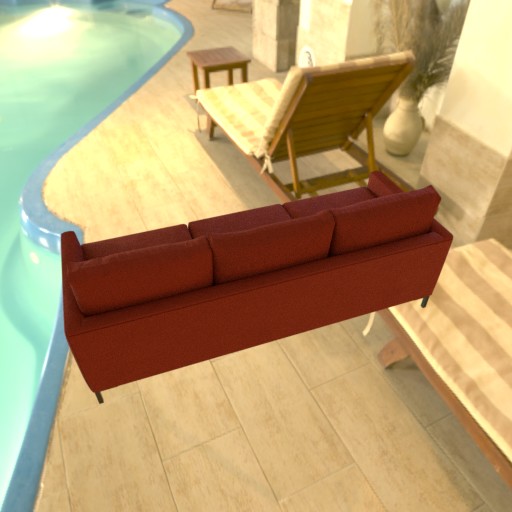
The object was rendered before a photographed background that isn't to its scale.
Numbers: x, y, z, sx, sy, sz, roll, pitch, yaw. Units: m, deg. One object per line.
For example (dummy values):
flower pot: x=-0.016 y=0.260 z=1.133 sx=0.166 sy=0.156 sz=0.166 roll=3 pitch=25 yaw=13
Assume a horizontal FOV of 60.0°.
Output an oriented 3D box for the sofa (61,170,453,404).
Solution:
sofa: x=0.000 y=0.000 z=2.790 sx=2.252 sy=0.879 sz=0.875 roll=-13 pitch=42 yaw=-15
